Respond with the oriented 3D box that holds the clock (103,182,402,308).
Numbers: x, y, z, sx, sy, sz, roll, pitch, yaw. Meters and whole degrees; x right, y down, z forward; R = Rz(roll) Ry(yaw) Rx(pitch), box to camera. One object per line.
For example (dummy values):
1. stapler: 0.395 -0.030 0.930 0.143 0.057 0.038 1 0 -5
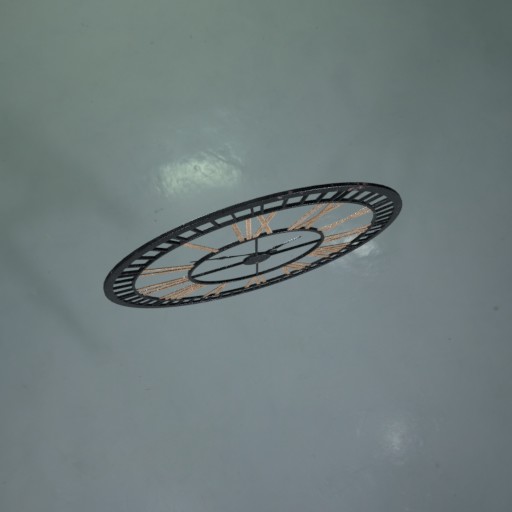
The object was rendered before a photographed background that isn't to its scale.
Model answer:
1. clock: 0.000 0.000 1.268 0.843 0.843 0.025 -16 75 -5
